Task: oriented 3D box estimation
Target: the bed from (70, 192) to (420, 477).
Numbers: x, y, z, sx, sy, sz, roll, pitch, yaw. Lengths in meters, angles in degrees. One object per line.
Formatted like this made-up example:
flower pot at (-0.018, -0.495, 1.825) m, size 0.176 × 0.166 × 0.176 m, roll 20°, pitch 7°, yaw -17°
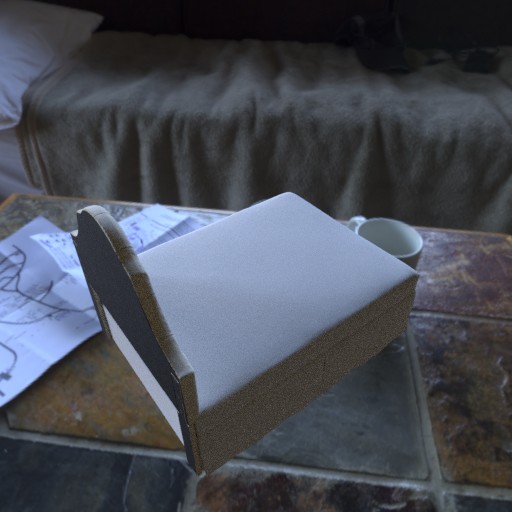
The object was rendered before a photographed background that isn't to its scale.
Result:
bed at (0.000, 0.000, 3.252) m, size 2.092 × 1.575 × 1.627 m, roll -26°, pitch 46°, yaw -28°
